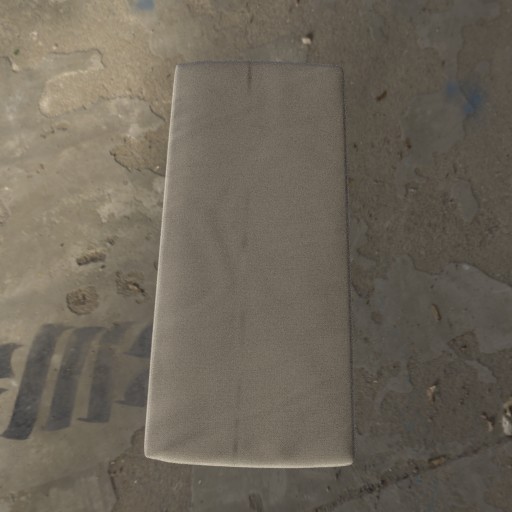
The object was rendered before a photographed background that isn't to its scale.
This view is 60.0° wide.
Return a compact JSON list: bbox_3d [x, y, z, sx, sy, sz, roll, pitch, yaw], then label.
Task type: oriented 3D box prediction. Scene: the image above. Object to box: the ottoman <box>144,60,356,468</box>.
[{"bbox_3d":[0.000,0.000,1.641,0.665,0.457,1.388,1,75,0],"label":"ottoman"}]
